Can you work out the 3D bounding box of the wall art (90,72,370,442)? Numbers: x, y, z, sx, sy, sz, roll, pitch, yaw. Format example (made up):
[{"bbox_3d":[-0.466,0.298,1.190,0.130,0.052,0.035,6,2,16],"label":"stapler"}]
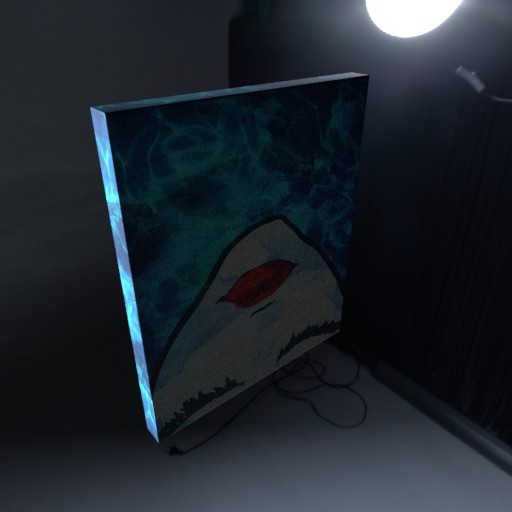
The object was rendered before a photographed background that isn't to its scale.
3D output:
[{"bbox_3d":[0.000,0.000,0.708,0.432,0.508,0.038,-22,37,-34],"label":"wall art"}]
